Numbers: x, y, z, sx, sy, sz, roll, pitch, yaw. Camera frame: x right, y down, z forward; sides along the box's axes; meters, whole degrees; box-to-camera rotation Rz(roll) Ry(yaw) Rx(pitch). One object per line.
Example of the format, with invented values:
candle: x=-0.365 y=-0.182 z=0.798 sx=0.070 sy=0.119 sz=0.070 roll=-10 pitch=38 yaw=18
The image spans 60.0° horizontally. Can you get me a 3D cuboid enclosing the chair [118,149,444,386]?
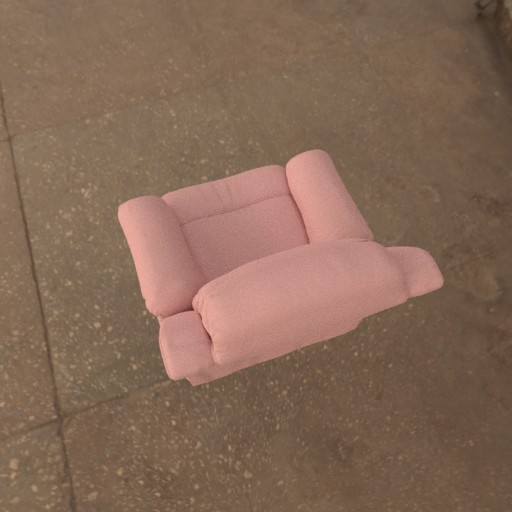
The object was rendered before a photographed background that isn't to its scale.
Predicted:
chair: x=0.000 y=0.000 z=1.260 sx=0.680 sy=0.702 sz=0.709 roll=-17 pitch=60 yaw=-10
